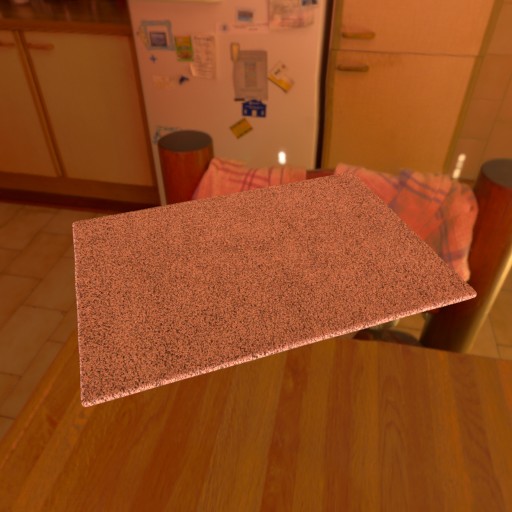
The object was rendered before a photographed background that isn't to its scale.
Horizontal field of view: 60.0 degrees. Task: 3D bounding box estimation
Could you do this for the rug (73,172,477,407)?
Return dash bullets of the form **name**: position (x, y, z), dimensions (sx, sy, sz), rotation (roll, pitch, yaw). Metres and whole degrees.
- **rug**: position (0.000, 0.000, 2.294), dimensions (1.778, 0.030, 1.219), rotation (-12, 42, -14)
